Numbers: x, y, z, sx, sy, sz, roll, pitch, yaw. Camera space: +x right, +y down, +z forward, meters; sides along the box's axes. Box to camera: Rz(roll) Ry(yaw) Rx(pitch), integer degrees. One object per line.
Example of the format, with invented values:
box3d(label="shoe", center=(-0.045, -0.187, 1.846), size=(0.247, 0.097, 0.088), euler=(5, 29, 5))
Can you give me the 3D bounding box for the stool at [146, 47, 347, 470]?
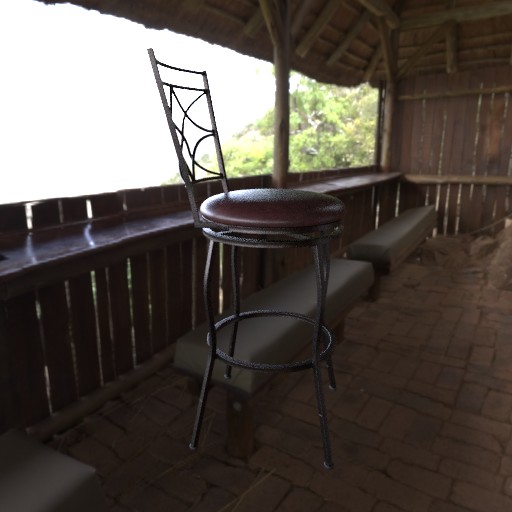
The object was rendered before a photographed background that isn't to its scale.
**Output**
box3d(label="stool", center=(0.000, 0.000, 1.359), size=(0.534, 1.117, 0.434), euler=(3, 16, 11))
